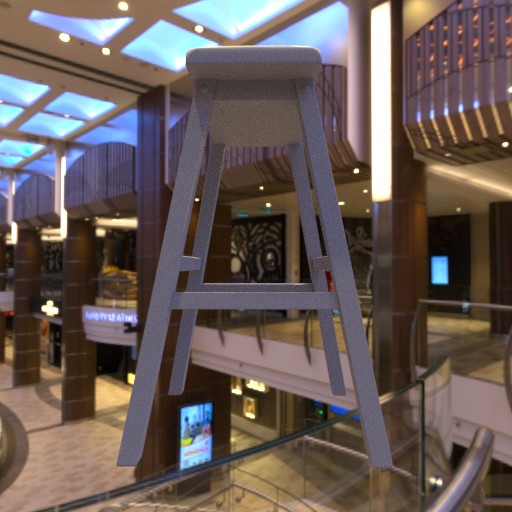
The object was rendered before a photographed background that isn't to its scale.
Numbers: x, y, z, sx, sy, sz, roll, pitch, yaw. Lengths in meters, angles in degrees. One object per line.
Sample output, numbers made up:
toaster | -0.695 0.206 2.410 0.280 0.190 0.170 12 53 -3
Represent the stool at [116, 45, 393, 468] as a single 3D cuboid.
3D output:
stool | 0.000 0.000 0.998 0.476 0.737 0.457 0 -1 1
